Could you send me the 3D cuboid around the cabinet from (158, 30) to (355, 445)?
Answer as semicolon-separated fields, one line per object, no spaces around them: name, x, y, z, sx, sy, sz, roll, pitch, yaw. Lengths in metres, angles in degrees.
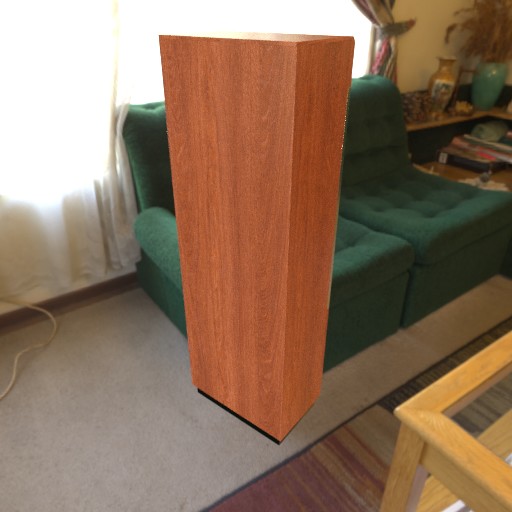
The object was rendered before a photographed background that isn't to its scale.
cabinet;0.000;0.000;2.215;0.660;1.980;0.420;21;36;32
